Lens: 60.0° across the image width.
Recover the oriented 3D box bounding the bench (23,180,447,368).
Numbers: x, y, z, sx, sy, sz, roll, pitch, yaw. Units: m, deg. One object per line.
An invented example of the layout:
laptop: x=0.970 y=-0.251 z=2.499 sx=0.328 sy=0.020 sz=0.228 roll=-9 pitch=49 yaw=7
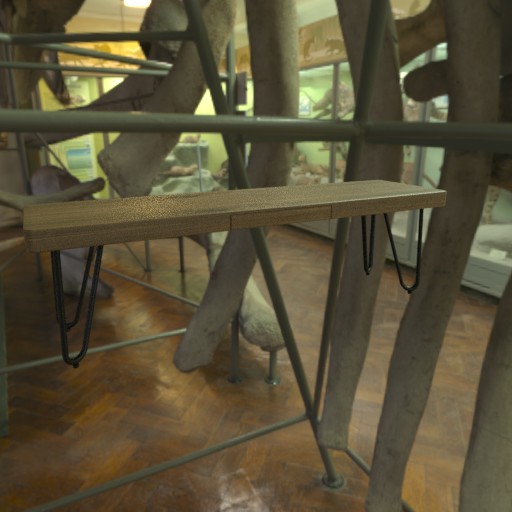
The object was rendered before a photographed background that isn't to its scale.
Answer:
bench: x=0.000 y=0.000 z=1.737 sx=1.570 sy=0.462 sz=0.425 roll=-8 pitch=19 yaw=-25
